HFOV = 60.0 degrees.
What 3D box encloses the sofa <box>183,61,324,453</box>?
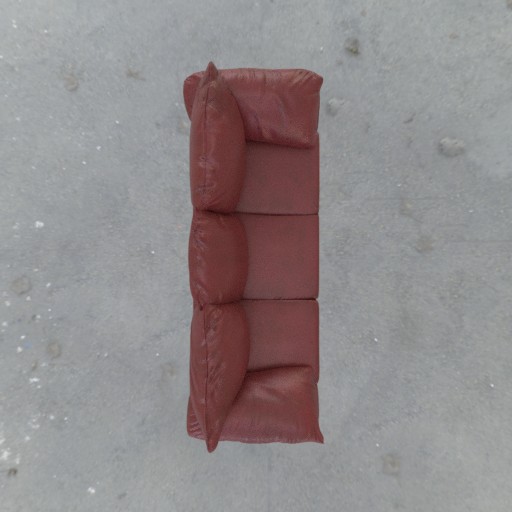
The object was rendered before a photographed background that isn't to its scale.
[{"bbox_3d":[0.000,0.000,2.974,0.907,1.091,2.390,0,91,0],"label":"sofa"}]
